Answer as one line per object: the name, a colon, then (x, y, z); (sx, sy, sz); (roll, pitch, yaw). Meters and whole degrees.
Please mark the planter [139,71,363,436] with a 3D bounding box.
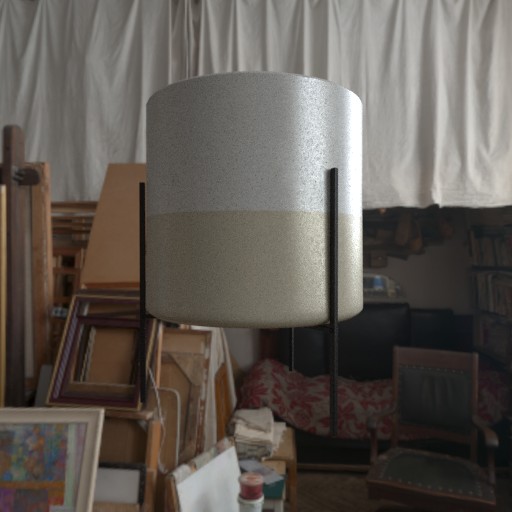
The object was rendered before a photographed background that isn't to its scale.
planter: (0.000, 0.000, 0.747); (0.359, 0.484, 0.368); (-1, 1, -36)
